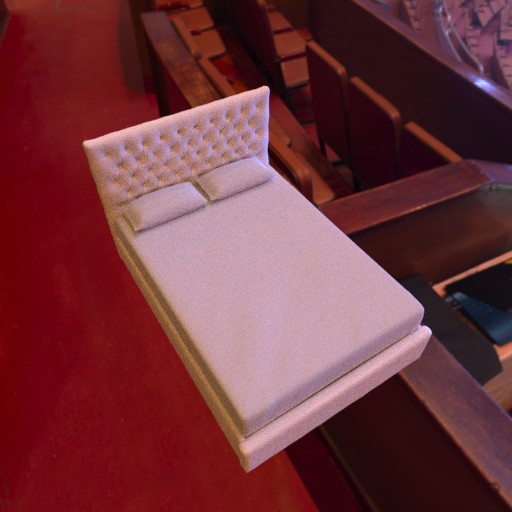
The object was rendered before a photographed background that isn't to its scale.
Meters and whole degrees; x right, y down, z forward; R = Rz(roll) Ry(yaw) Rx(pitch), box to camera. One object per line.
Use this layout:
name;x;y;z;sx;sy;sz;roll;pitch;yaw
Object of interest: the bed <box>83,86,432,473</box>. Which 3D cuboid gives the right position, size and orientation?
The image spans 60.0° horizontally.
bed;0.000;0.000;3.537;1.698;1.427;2.387;-25;52;-21
